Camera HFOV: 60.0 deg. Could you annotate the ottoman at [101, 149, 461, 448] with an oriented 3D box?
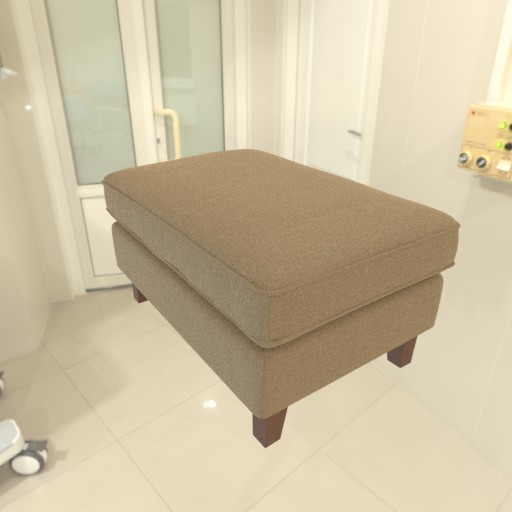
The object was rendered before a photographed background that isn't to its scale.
[{"bbox_3d":[0.000,0.000,1.364,0.636,0.521,0.945,-17,31,-31],"label":"ottoman"}]
